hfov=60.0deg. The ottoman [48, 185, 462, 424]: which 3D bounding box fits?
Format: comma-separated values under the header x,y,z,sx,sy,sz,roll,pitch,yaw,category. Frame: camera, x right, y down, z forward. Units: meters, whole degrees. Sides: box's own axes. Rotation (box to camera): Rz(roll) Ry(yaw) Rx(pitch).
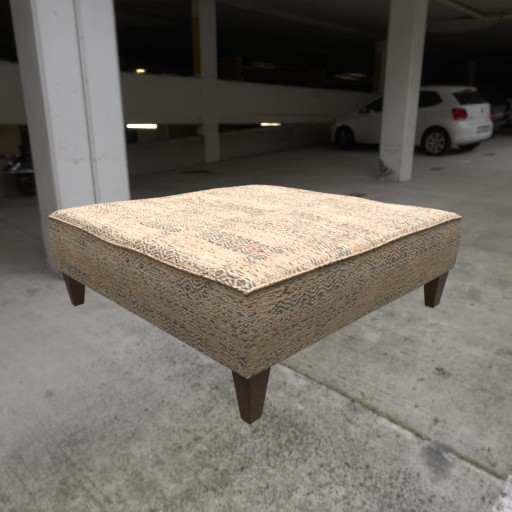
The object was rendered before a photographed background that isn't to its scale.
x,y,z,sx,sy,sz,roll,pitch,yaw,category
0.000,0.000,1.508,1.004,0.356,0.968,-16,23,-42,ottoman
